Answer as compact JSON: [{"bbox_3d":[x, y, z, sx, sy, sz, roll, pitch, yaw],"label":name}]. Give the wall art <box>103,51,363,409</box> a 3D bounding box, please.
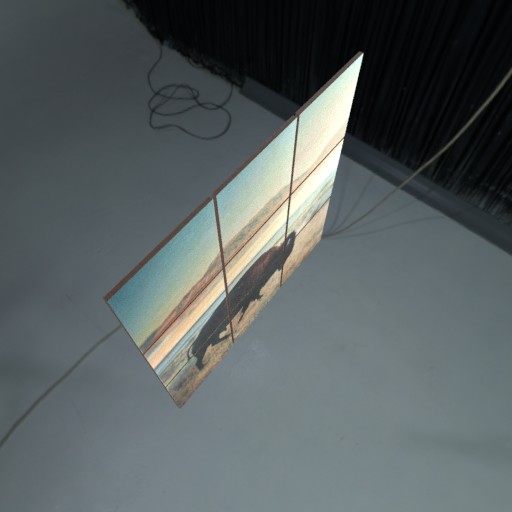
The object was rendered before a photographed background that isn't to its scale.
[{"bbox_3d":[0.000,0.000,1.376,0.018,0.904,0.906,33,65,18],"label":"wall art"}]
